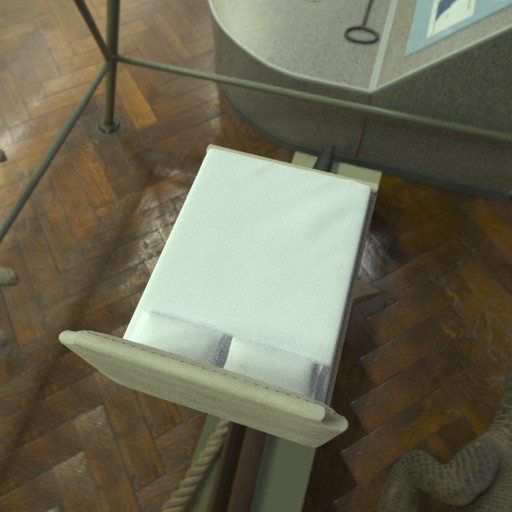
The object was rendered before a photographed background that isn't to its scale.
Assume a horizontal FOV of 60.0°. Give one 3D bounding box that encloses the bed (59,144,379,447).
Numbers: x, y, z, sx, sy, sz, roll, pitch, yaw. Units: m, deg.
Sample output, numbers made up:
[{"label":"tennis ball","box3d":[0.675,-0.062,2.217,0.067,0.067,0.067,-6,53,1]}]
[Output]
[{"label":"bed","box3d":[0.000,0.000,3.489,1.712,1.443,2.372,15,64,8]}]
